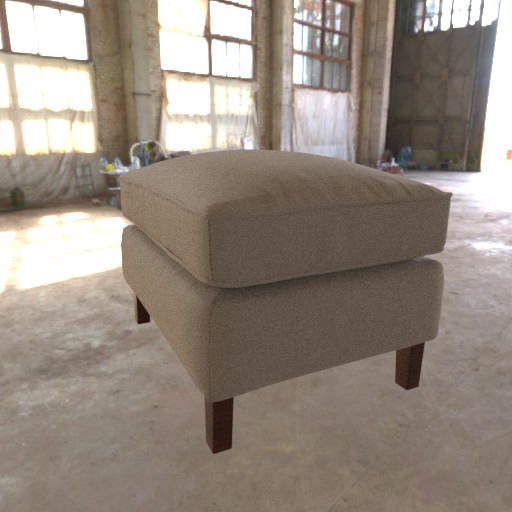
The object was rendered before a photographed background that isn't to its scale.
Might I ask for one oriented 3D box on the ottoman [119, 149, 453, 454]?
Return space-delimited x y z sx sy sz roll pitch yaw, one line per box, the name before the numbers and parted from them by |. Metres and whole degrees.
ottoman | 0.000 0.000 0.981 0.501 0.456 0.665 -7 17 -25
